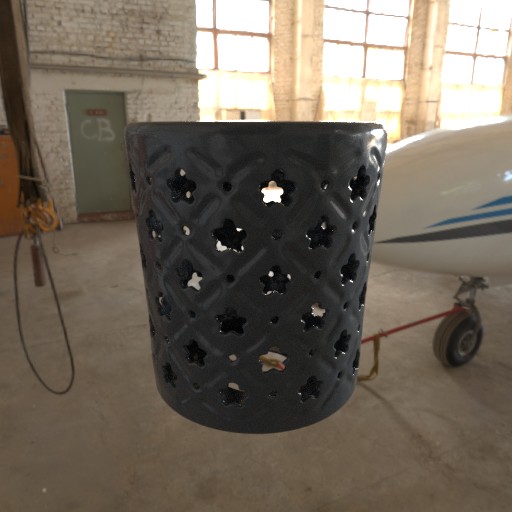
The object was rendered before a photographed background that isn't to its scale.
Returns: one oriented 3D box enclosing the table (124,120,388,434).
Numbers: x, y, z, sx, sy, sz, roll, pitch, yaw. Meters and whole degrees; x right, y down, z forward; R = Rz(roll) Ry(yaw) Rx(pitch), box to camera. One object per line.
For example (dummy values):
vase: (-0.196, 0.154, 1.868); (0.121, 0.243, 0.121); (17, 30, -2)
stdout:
table: (0.000, 0.000, 0.660); (0.352, 0.387, 0.352); (0, 16, 0)
